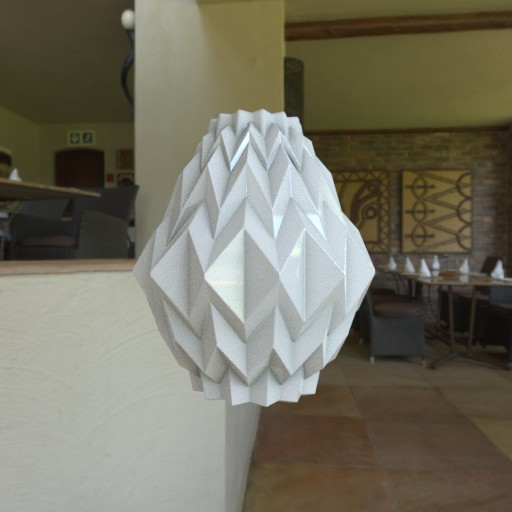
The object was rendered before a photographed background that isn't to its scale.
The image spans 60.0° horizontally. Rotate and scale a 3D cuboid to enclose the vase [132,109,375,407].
[{"bbox_3d":[0.000,0.000,0.308,0.164,0.185,0.164,0,1,0],"label":"vase"}]
